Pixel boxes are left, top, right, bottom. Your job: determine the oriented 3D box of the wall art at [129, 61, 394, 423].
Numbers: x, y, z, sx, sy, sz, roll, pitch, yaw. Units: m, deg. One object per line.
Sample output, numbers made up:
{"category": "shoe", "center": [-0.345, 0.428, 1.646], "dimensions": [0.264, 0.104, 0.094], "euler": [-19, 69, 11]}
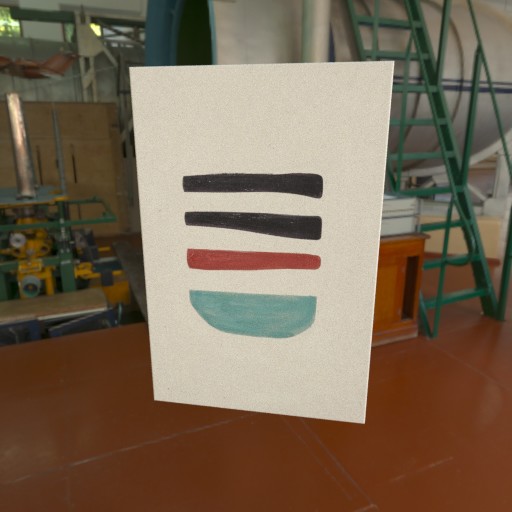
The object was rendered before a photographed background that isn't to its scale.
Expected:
{"category": "wall art", "center": [0.000, 0.000, 1.144], "dimensions": [0.607, 0.912, 0.038], "euler": [3, 17, 10]}
